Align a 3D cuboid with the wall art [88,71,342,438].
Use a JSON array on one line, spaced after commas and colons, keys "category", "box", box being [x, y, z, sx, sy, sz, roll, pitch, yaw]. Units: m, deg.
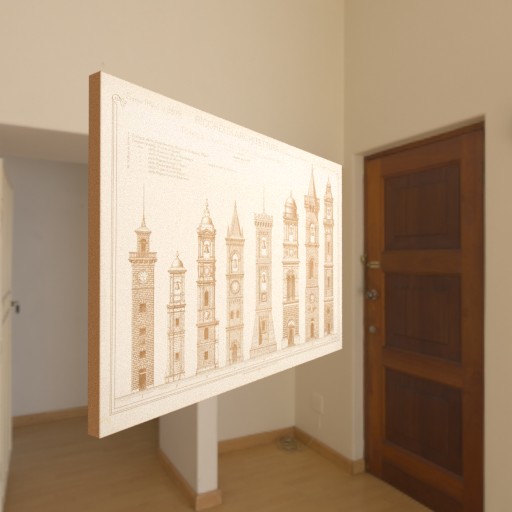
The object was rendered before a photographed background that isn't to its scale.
[{"category": "wall art", "box": [0.000, 0.000, 1.111, 0.033, 0.608, 0.915, 0, -1, 36]}]
